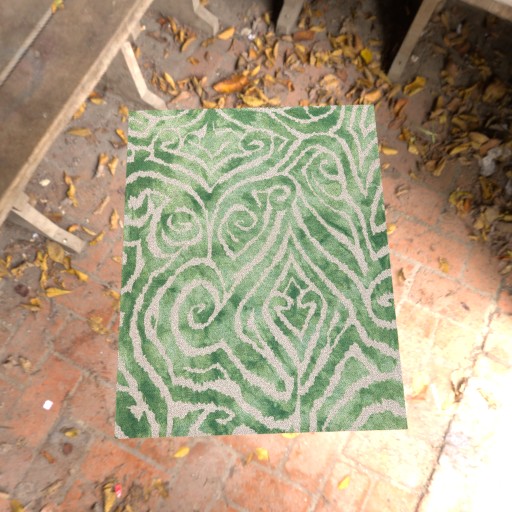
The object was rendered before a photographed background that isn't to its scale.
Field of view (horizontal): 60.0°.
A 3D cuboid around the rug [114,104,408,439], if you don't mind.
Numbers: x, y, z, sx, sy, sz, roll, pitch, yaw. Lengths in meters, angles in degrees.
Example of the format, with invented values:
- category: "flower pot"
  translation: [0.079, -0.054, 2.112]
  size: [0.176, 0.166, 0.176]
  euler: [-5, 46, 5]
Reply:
- category: "rug"
  translation: [0.000, 0.000, 4.046]
  size: [2.436, 0.007, 3.045]
  euler: [-2, 76, 0]
